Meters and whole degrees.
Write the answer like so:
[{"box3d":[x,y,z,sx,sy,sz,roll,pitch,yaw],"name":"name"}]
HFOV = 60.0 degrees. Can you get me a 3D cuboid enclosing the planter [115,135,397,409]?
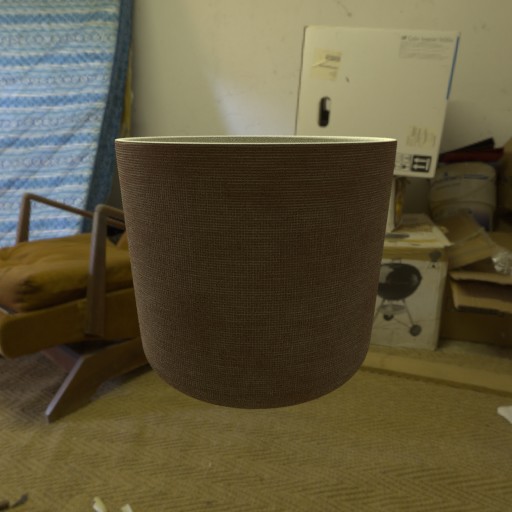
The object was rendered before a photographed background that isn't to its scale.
[{"box3d":[0.000,0.000,0.776,0.440,0.398,0.440,0,16,0],"name":"planter"}]
